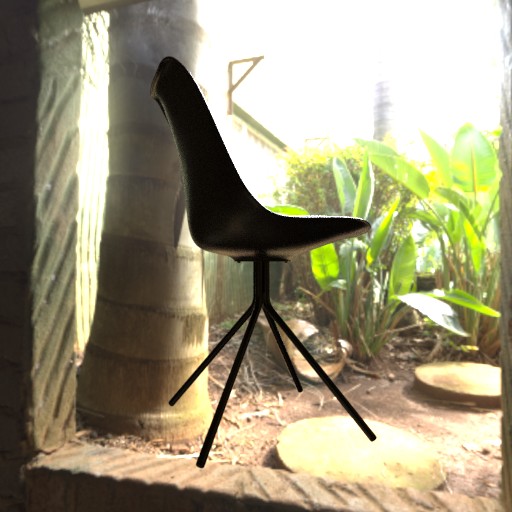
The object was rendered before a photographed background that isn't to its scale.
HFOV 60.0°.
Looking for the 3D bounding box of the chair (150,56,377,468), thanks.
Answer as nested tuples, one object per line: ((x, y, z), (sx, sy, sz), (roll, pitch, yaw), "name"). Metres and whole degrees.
((0.000, 0.000, 1.134), (0.525, 0.850, 0.461), (0, 0, -19), "chair")
